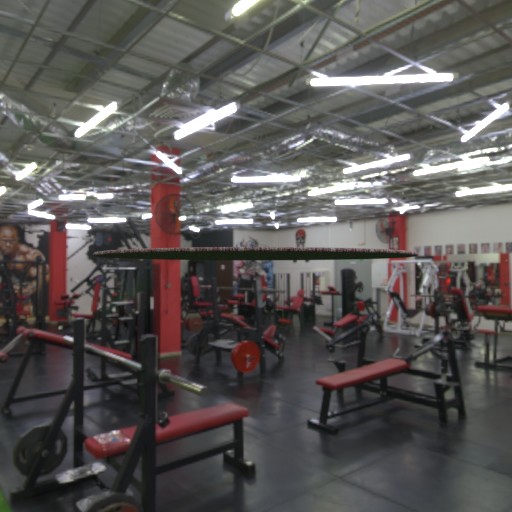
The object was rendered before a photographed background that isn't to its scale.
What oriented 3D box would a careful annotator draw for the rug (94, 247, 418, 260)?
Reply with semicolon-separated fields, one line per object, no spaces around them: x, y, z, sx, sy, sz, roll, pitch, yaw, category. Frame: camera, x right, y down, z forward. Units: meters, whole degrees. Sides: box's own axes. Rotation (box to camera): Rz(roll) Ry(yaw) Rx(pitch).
0.000;0.000;2.200;1.514;0.015;1.514;0;-2;0;rug
